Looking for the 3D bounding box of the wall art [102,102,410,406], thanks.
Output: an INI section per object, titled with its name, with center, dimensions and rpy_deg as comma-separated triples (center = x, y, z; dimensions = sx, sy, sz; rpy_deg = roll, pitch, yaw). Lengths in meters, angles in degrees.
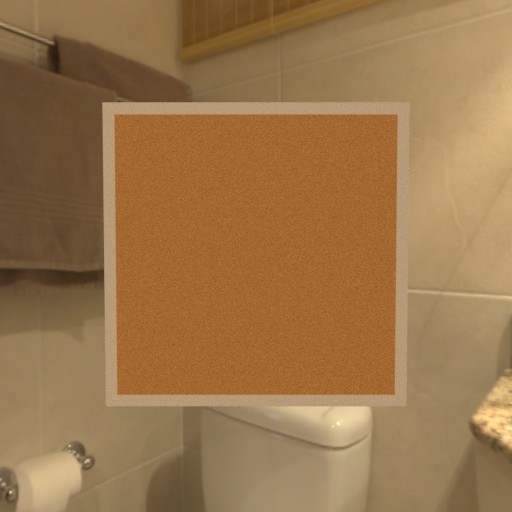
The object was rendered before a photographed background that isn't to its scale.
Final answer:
[wall art]
center = 0.000, 0.000, 0.670
dimensions = 0.456, 0.457, 0.009
rpy_deg = 0, 2, 0
